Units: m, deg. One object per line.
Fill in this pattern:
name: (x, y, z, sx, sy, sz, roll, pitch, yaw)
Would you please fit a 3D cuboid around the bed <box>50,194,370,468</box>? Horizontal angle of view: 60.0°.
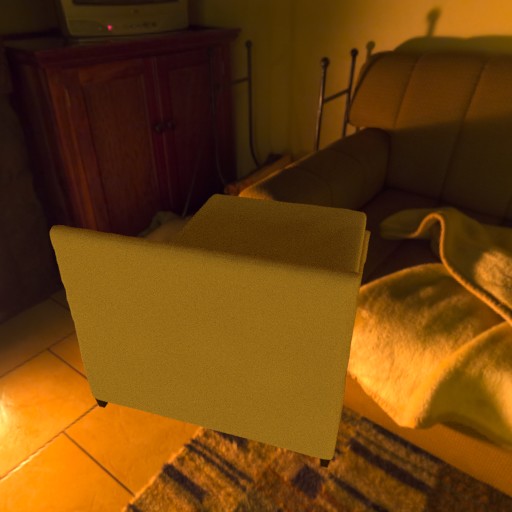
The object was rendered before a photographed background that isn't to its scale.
bed: (0.000, 0.000, 3.530, 1.698, 1.427, 2.387, 9, 33, 14)
